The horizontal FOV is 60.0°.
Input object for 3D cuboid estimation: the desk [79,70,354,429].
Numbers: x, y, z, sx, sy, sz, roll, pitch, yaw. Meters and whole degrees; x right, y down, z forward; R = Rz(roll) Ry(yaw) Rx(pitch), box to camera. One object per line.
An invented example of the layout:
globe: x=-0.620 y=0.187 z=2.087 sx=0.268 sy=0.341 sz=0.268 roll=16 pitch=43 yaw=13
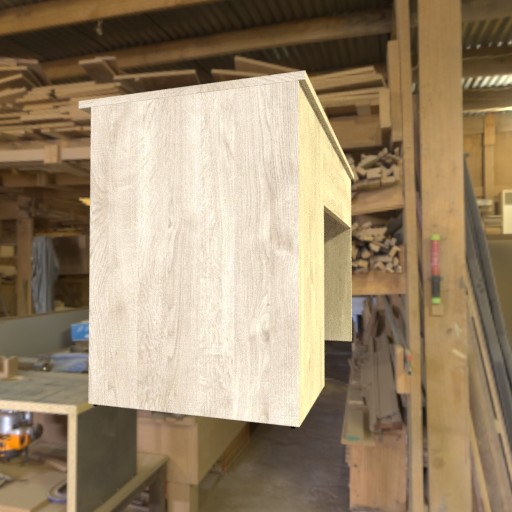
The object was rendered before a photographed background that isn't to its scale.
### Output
desk: x=0.000 y=0.000 z=1.510 sx=0.560 sy=0.735 sz=1.097 roll=0 pitch=-1 yaw=18
